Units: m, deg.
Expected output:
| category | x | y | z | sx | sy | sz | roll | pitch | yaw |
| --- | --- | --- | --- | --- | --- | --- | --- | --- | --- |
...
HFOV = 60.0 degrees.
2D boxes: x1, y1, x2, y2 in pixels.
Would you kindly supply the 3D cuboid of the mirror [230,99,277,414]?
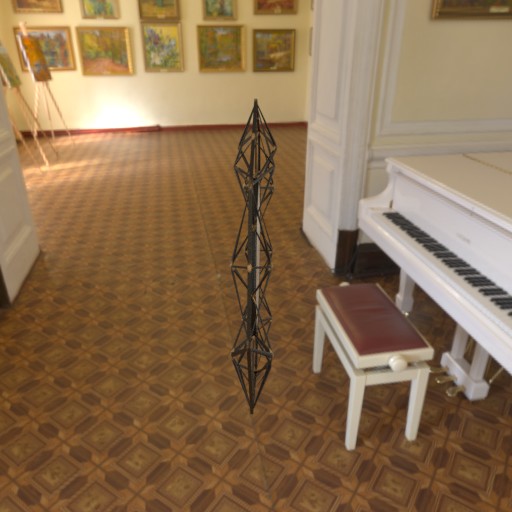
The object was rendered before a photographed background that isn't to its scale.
| category | x | y | z | sx | sy | sz | roll | pitch | yaw |
| --- | --- | --- | --- | --- | --- | --- | --- | --- | --- |
| mirror | 0.000 | 0.000 | 1.056 | 0.094 | 0.710 | 0.710 | 1 | 26 | 2 |
